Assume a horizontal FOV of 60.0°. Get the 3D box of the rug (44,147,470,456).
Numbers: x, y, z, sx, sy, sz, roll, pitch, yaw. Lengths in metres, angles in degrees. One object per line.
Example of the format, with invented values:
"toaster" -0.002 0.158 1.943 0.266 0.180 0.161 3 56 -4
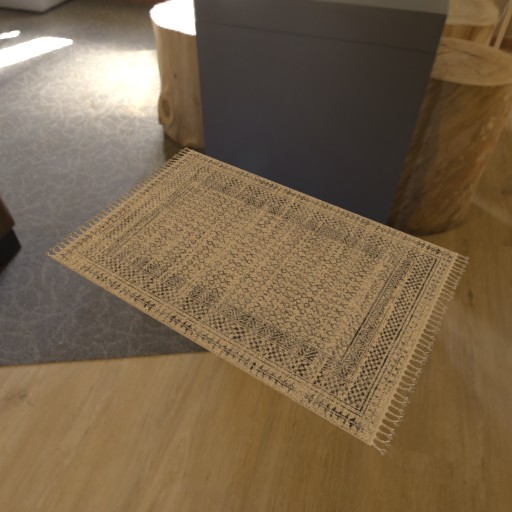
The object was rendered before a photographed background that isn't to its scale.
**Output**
"rug" 0.000 0.000 3.017 2.486 0.013 1.548 25 52 22
